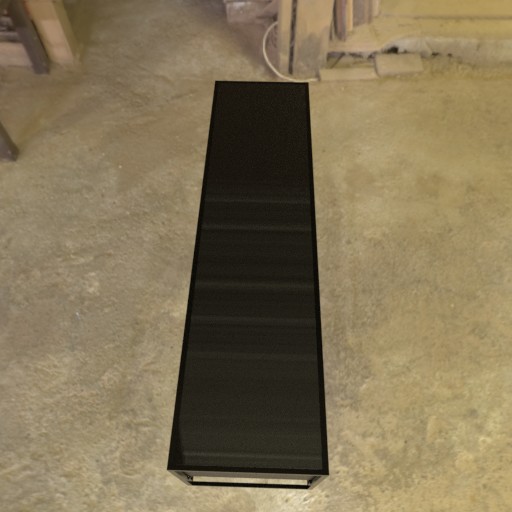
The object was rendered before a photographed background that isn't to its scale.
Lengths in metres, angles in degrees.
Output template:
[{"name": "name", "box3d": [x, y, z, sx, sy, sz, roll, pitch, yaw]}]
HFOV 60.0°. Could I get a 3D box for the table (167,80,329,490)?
[{"name": "table", "box3d": [0.000, 0.000, 1.633, 0.399, 0.395, 1.486, 1, 58, 1]}]
